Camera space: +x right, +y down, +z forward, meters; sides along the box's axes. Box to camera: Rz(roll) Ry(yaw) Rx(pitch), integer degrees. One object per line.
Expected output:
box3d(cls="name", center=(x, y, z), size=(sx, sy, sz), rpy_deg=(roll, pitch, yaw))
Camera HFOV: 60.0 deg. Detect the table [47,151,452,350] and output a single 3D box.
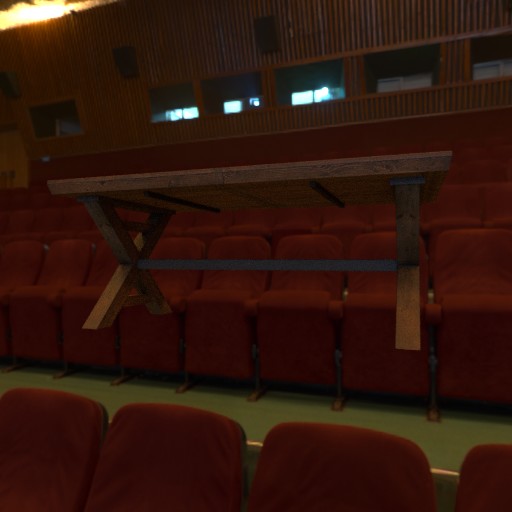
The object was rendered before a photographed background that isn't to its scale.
box3d(cls="table", center=(0.000, 0.000, 2.520), size=(1.966, 0.793, 1.071), rpy_deg=(0, 0, 19))
